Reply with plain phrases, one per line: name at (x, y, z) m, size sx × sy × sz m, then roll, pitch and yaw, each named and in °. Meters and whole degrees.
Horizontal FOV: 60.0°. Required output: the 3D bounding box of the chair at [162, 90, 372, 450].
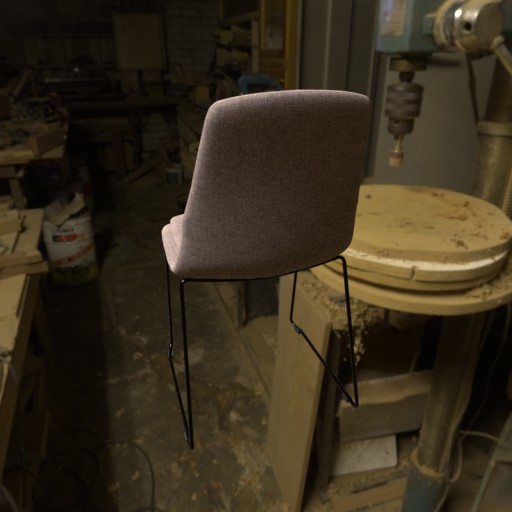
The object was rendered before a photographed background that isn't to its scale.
chair at (0.000, 0.000, 1.156) m, size 0.479 × 0.858 × 0.518 m, roll -8°, pitch 27°, yaw -16°
